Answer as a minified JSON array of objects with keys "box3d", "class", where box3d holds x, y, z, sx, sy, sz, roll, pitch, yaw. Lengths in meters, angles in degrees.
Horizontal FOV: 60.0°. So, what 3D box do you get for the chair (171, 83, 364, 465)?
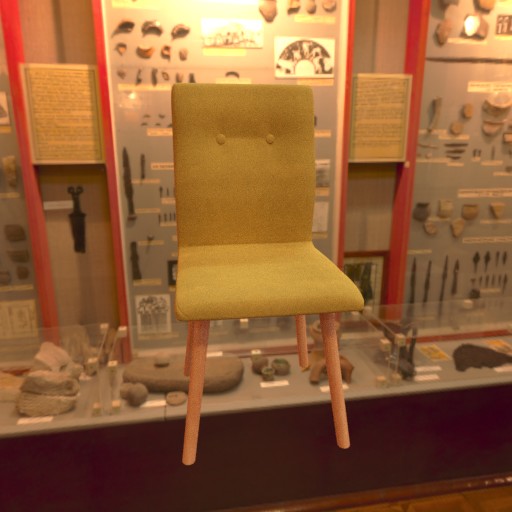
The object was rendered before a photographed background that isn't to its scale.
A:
[{"box3d":[0.000,0.000,1.257,0.450,0.965,0.550,-2,16,-8],"class":"chair"}]
